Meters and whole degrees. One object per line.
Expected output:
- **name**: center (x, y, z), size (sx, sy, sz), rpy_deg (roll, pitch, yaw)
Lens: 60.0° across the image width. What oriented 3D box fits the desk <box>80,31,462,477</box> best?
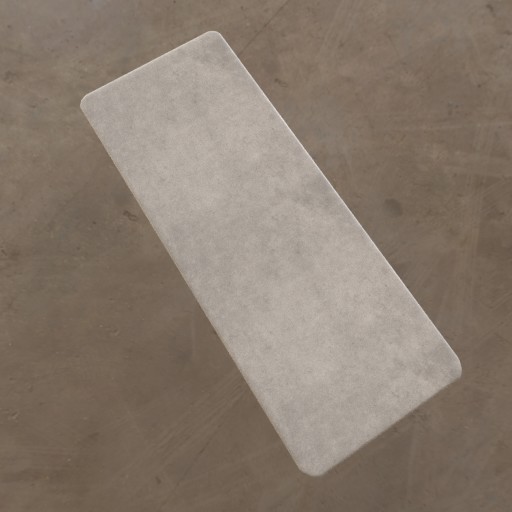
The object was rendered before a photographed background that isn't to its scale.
- **desk**: center (0.000, 0.000, 1.742), size (0.550, 0.755, 1.400), rpy_deg (-31, 77, -8)
